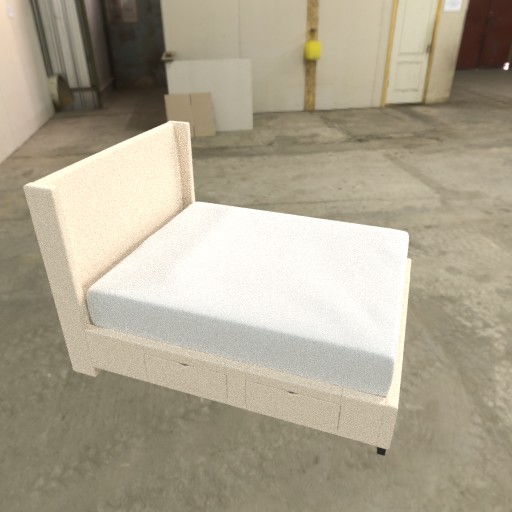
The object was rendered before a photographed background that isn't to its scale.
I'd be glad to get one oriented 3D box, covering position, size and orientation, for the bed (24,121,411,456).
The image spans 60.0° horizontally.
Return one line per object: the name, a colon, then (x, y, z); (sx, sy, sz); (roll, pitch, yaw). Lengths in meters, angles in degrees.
bed: (0.000, 0.000, 3.345); (2.280, 1.471, 1.765); (10, 31, 17)
